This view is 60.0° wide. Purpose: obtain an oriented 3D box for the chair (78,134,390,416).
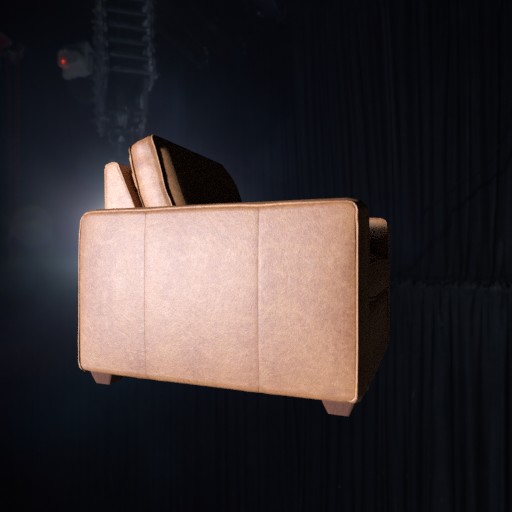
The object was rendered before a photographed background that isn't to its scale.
[{"bbox_3d":[0.000,0.000,1.799,1.027,0.901,0.987,0,0,18],"label":"chair"}]
